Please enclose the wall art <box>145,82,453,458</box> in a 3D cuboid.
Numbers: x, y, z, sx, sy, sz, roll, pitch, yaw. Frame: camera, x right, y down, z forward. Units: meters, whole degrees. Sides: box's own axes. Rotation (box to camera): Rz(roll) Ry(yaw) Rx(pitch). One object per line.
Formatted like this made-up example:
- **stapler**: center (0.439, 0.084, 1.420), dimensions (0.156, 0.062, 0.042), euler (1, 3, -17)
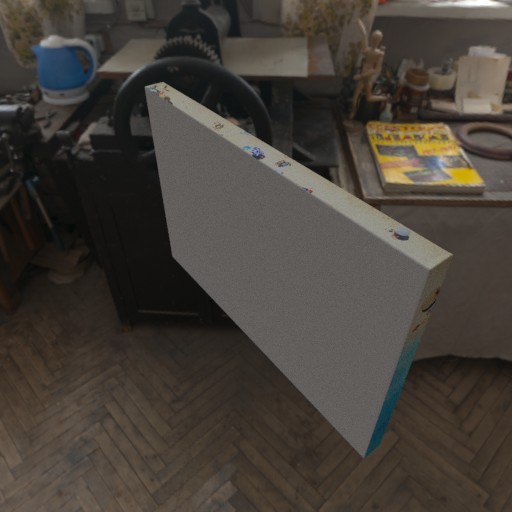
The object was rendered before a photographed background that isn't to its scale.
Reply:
- **wall art**: center (0.000, 0.000, 0.755), dimensions (0.039, 0.406, 0.609), euler (-27, 48, -27)
